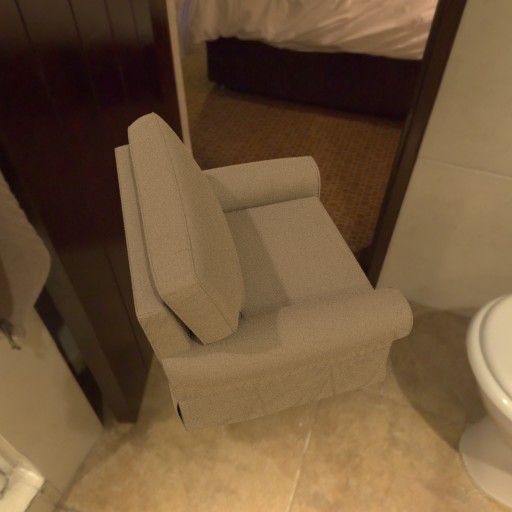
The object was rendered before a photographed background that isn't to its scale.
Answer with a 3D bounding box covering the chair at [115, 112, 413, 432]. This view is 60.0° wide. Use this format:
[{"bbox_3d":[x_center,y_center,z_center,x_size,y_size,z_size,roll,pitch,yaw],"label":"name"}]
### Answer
[{"bbox_3d":[0.000,0.000,1.936,0.988,1.017,1.135,-12,48,-11],"label":"chair"}]
